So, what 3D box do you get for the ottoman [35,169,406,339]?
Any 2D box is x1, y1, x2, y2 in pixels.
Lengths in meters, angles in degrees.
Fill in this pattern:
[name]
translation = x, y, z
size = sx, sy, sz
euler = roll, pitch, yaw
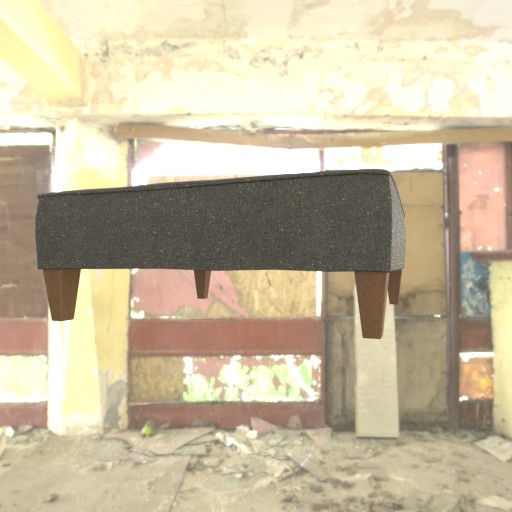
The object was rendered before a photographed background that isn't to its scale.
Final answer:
[ottoman]
translation = 0.000, 0.000, 1.544
size = 0.968, 0.382, 1.004
euler = 0, -1, 20
